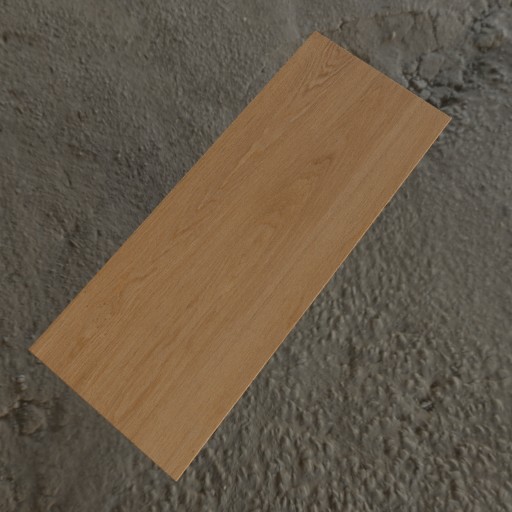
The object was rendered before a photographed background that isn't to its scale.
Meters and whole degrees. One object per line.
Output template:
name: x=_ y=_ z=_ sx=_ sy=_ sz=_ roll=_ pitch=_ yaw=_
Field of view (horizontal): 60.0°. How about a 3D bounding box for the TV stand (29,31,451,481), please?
TV stand: x=0.000 y=0.000 z=1.324 sx=0.440 sy=0.550 sz=1.080 roll=37 pitch=78 yaw=9
